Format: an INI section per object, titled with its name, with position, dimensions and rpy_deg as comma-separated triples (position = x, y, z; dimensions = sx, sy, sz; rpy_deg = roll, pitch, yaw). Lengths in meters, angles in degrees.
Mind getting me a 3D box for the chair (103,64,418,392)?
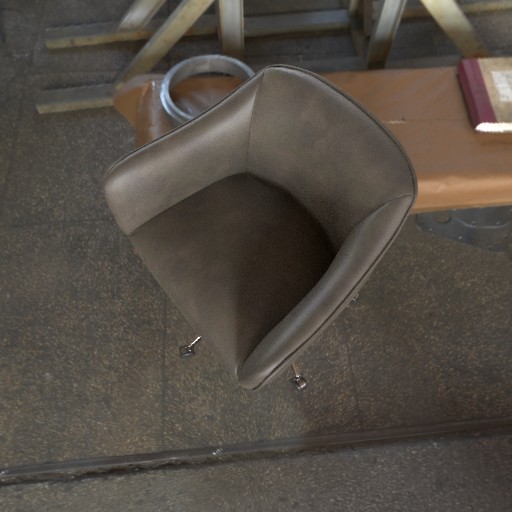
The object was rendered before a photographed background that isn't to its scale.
[chair]
position = 0.000, 0.000, 1.332
dimensions = 0.689, 0.827, 0.713
rpy_deg = -36, 69, -16
